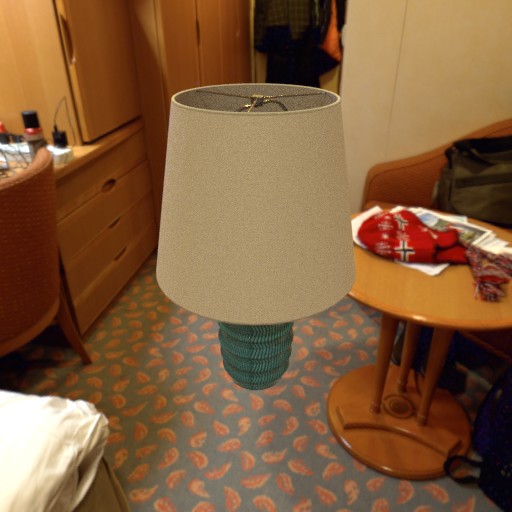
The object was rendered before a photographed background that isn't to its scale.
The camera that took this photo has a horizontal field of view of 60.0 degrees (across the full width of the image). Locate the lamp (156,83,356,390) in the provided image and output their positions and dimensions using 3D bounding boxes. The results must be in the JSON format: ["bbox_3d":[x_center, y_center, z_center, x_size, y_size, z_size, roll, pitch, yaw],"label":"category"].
[{"bbox_3d":[0.000,0.000,0.570,0.254,0.392,0.254,0,29,0],"label":"lamp"}]
